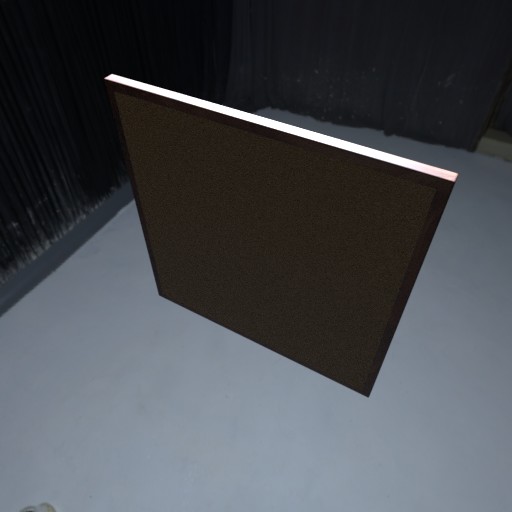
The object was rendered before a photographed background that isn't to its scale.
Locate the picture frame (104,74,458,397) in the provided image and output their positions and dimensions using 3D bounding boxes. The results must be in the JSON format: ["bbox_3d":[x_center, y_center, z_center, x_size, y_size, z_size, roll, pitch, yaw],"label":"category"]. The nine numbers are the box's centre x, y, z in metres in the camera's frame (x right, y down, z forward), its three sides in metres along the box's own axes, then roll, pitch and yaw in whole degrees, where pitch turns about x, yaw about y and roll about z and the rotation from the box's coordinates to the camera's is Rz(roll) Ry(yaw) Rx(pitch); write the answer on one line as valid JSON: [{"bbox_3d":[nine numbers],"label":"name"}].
[{"bbox_3d":[0.000,0.000,1.209,0.810,0.817,0.029,22,50,20],"label":"picture frame"}]
